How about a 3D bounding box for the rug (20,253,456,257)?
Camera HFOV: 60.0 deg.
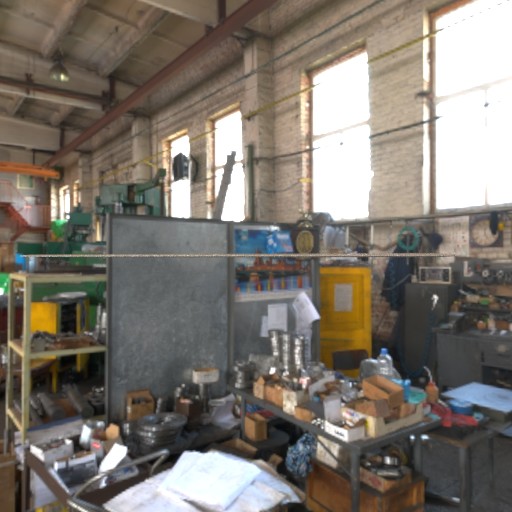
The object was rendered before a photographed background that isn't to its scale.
[{"bbox_3d":[0.000,0.000,2.844,2.214,0.013,1.609,0,0,20],"label":"rug"}]
